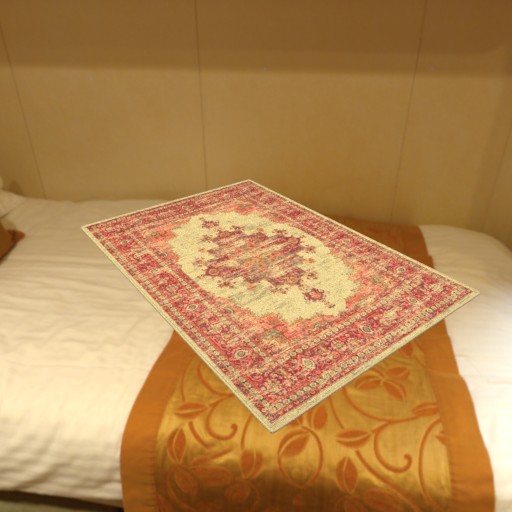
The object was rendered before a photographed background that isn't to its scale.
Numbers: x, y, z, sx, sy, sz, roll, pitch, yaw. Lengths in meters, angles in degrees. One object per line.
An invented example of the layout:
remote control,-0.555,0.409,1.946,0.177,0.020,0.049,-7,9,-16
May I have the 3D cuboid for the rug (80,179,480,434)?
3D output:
rug,0.000,0.000,3.743,2.005,0.014,2.878,-22,37,-31
